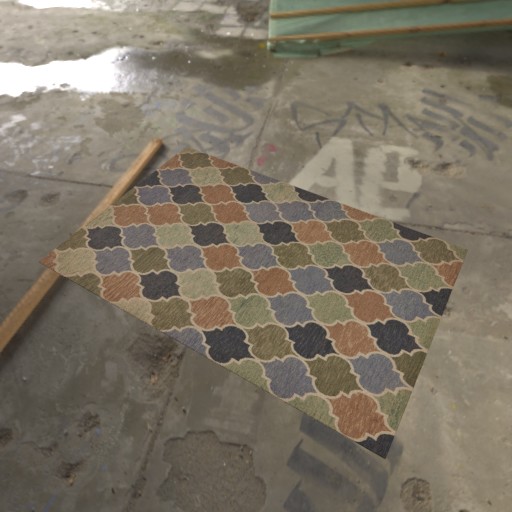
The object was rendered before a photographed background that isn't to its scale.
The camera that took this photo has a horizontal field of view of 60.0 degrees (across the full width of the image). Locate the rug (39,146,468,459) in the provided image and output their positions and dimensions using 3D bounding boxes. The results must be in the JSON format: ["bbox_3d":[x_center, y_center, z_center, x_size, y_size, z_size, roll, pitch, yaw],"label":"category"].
[{"bbox_3d":[0.000,0.000,2.265,1.828,0.006,1.216,24,51,21],"label":"rug"}]
